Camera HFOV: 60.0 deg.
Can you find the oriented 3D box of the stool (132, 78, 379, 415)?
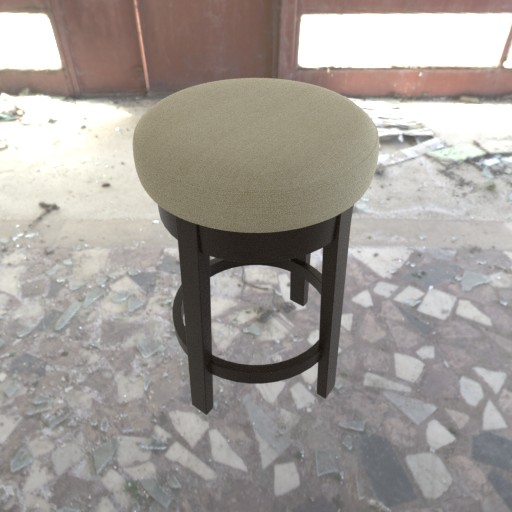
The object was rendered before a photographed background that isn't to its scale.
[{"bbox_3d":[0.000,0.000,0.968,0.449,0.655,0.449,0,41,0],"label":"stool"}]
